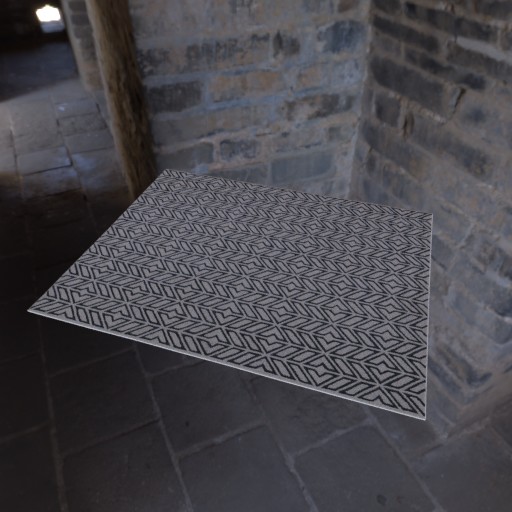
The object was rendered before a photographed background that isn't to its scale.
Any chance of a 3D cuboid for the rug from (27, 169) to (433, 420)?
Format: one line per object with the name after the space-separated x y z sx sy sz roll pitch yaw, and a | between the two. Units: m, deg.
0.000 0.000 4.050 3.045 0.008 2.421 12 41 14 | rug
